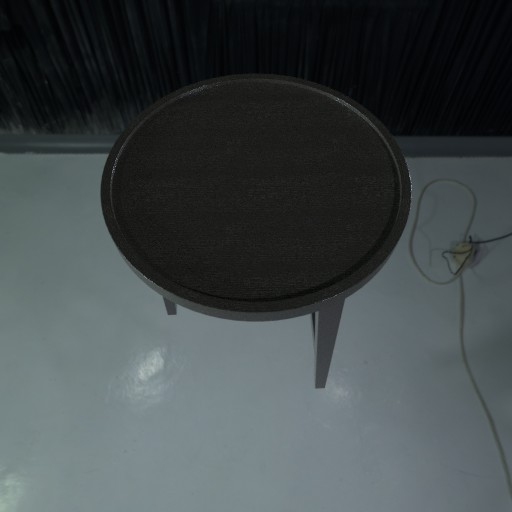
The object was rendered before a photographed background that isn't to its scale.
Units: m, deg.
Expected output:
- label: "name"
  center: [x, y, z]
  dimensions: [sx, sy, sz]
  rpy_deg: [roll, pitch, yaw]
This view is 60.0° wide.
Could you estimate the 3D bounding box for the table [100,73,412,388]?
- label: "table"
  center: [0.000, 0.000, 0.949]
  dimensions: [0.500, 0.531, 0.500]
  rpy_deg: [0, 59, 0]
